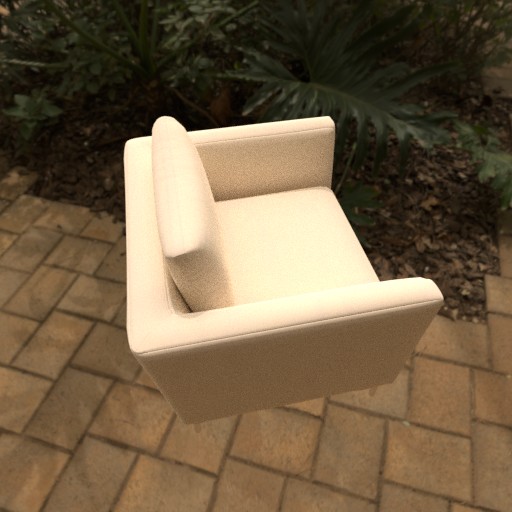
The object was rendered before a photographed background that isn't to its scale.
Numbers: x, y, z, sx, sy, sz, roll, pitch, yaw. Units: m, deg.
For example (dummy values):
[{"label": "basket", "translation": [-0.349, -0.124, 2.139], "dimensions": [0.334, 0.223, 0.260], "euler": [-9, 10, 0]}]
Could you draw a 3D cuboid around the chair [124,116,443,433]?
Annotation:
[{"label": "chair", "translation": [0.000, 0.000, 1.707], "dimensions": [0.889, 0.865, 1.041], "euler": [-9, 48, -8]}]
